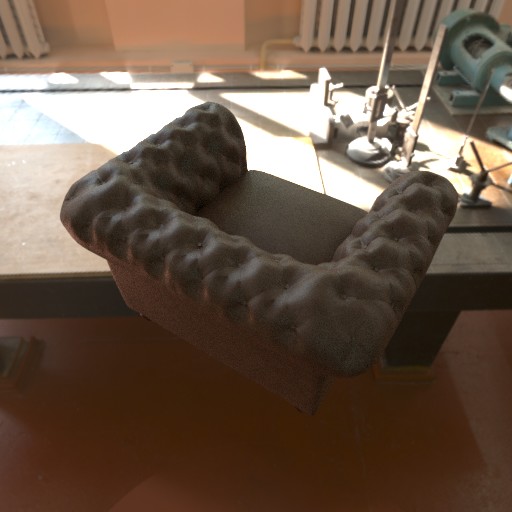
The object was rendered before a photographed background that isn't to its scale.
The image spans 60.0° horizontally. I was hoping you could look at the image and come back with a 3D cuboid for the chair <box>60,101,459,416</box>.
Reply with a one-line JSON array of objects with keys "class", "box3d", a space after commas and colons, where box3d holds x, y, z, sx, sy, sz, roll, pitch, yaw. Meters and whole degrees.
[{"class": "chair", "box3d": [0.000, 0.000, 1.877, 1.298, 0.784, 0.954, 25, 51, 23]}]
